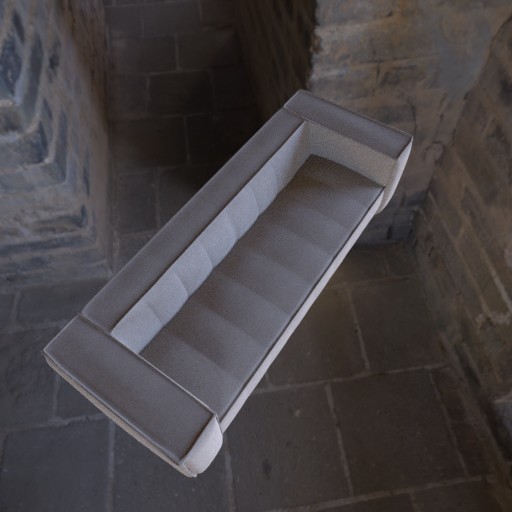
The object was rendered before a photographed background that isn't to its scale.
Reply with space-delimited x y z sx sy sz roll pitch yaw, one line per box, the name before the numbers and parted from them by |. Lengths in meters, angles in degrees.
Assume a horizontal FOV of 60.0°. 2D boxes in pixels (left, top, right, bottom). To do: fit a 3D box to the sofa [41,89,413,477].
sofa | 0.000 0.000 3.057 1.038 0.680 2.697 30 63 18
